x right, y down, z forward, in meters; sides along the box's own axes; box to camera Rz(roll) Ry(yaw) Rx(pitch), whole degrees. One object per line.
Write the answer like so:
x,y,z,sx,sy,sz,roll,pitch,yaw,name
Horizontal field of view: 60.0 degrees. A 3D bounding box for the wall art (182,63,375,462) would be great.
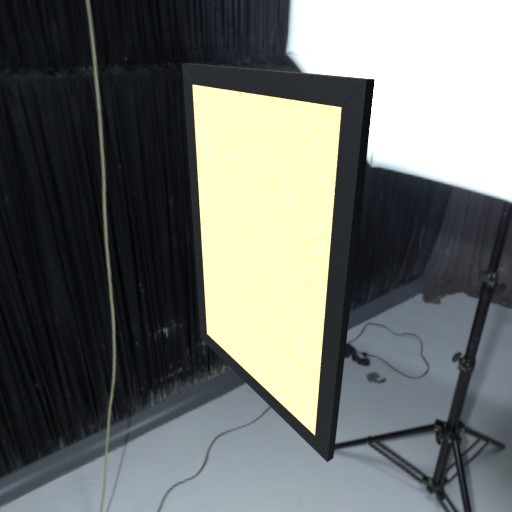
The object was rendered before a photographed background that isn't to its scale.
0.000,0.000,0.590,0.011,0.459,0.326,-18,31,-32,wall art
